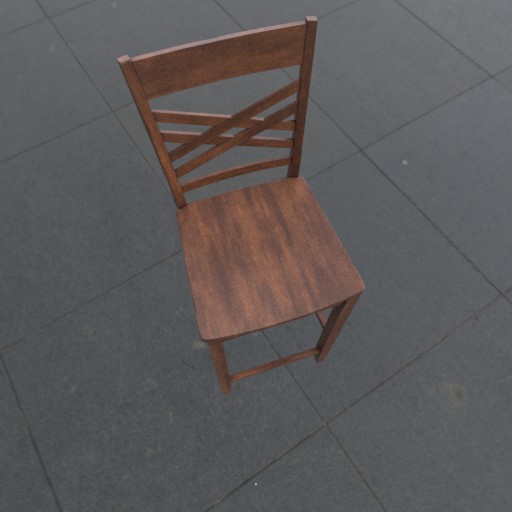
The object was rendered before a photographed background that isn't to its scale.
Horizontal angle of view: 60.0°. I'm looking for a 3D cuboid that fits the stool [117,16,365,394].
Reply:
[{"bbox_3d":[0.000,0.000,1.292,0.426,1.098,0.504,-16,64,-8],"label":"stool"}]
